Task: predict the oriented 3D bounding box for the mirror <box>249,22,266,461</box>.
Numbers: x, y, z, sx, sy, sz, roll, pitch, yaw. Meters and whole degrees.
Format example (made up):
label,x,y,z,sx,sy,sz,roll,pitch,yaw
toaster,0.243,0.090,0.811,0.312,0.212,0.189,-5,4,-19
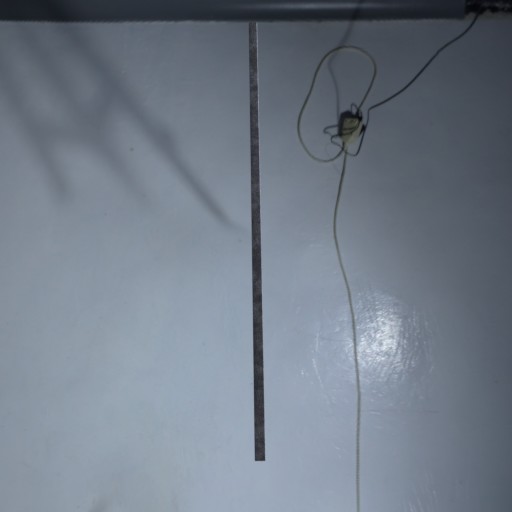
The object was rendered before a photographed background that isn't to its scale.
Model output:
label,x,y,z,sx,sy,sz,roll,pitch,yaw
mirror,0.000,0.000,1.443,0.022,0.795,1.101,-1,74,0
